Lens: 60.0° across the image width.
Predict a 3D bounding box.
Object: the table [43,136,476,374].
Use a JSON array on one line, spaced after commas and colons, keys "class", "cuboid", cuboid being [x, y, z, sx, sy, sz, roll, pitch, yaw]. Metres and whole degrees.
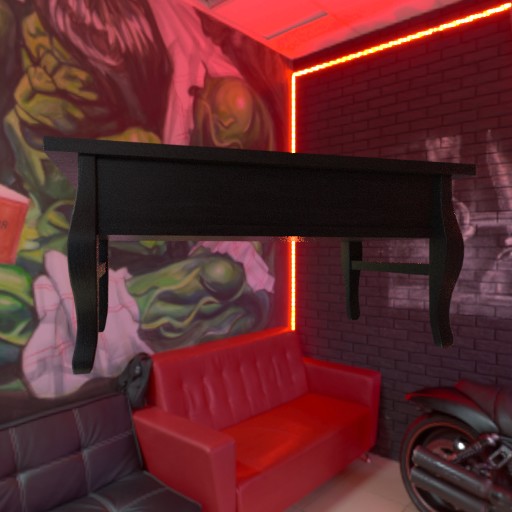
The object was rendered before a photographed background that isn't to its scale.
[{"class": "table", "cuboid": [0.000, 0.000, 1.324, 1.062, 0.494, 0.600, 0, 1, -16]}]
